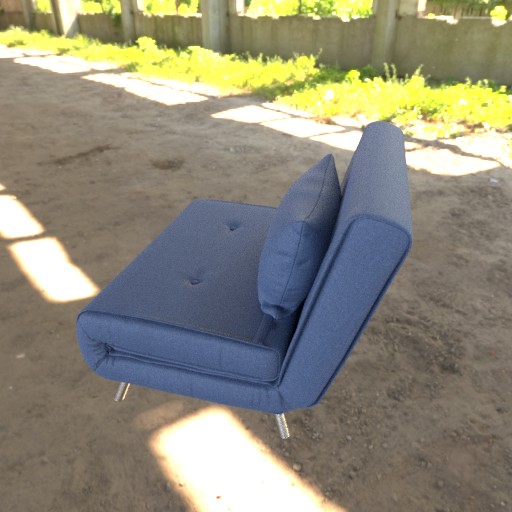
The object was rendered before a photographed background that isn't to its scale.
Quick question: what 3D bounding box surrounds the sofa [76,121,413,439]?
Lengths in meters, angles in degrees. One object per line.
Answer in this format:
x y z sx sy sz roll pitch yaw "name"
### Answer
0.000 0.000 1.703 0.996 0.860 0.999 8 31 13 "sofa"
